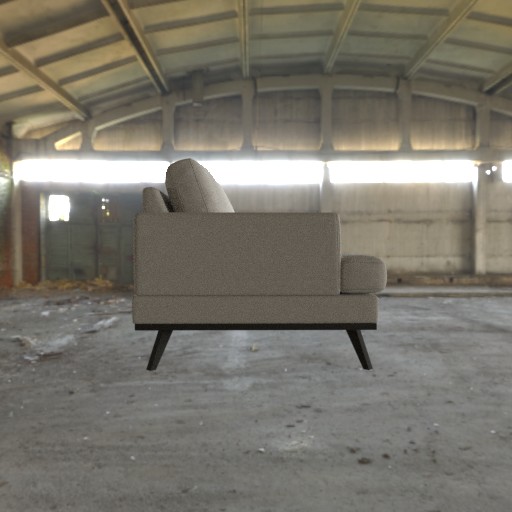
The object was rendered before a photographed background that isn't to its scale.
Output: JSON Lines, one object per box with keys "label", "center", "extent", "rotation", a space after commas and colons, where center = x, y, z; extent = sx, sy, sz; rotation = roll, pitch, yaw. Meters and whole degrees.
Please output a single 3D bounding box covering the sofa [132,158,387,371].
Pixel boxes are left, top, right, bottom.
{"label": "sofa", "center": [0.000, 0.000, 2.723], "extent": [0.920, 0.810, 2.310], "rotation": [0, 1, -1]}
